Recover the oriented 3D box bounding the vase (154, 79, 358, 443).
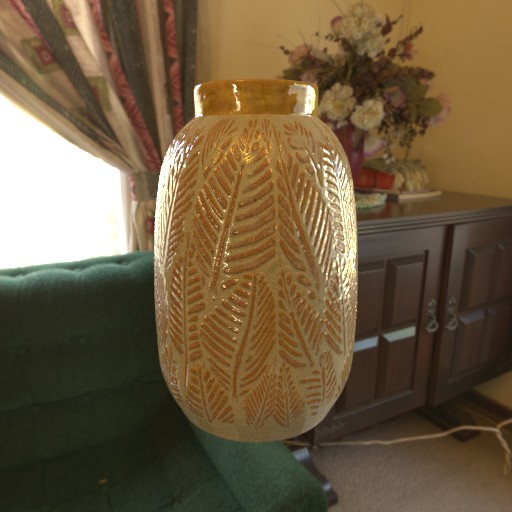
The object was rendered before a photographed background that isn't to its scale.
[{"bbox_3d":[0.000,0.000,0.377,0.172,0.270,0.172,0,14,0],"label":"vase"}]
